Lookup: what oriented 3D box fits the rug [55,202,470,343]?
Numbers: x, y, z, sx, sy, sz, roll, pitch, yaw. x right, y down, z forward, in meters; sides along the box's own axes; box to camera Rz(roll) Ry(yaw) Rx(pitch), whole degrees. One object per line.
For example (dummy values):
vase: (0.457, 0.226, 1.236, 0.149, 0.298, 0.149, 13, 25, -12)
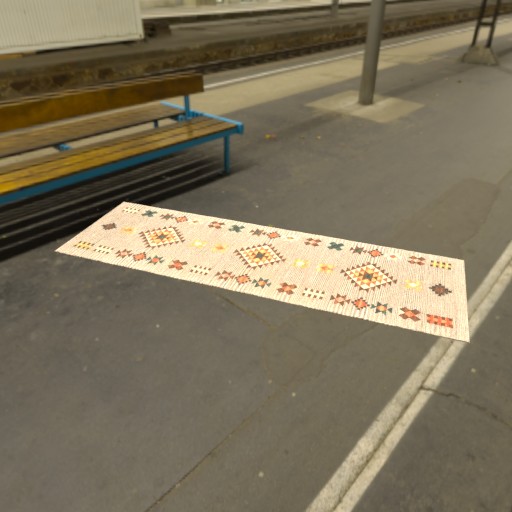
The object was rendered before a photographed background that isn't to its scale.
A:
rug: (0.000, 0.000, 2.756, 2.432, 0.008, 0.766, 11, 34, 17)
